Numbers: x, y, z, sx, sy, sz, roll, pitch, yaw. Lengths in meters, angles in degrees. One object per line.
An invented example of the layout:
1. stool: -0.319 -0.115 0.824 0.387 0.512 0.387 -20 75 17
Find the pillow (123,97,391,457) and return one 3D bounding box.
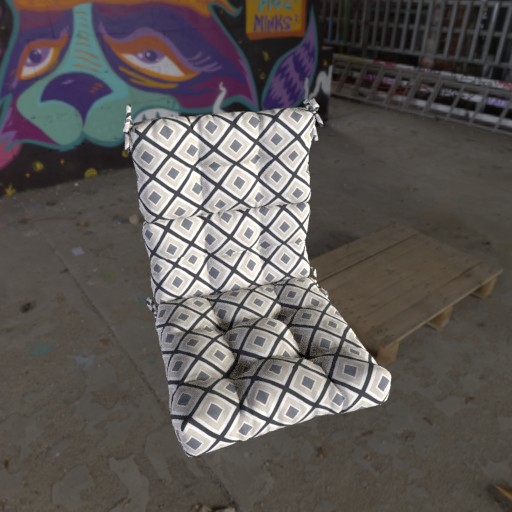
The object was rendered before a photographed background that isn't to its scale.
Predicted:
1. pillow: 0.000 0.000 1.032 0.519 0.605 0.571 -9 33 -15
